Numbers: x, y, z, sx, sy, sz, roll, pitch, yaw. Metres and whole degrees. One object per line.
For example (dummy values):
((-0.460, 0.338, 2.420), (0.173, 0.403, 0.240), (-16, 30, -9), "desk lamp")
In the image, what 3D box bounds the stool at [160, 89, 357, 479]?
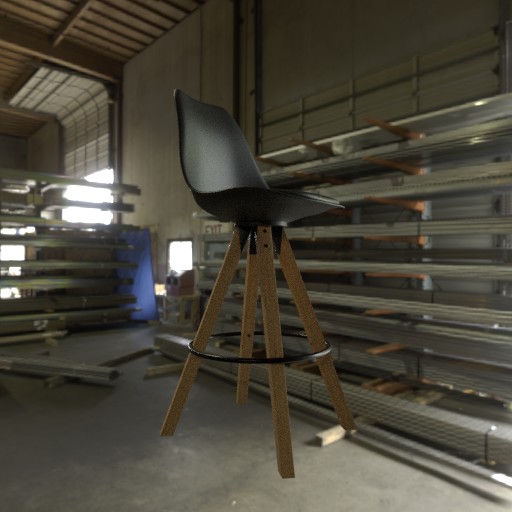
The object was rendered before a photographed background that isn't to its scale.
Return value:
((0.000, 0.000, 1.418), (0.550, 1.115, 0.485), (0, 0, 36), "stool")
